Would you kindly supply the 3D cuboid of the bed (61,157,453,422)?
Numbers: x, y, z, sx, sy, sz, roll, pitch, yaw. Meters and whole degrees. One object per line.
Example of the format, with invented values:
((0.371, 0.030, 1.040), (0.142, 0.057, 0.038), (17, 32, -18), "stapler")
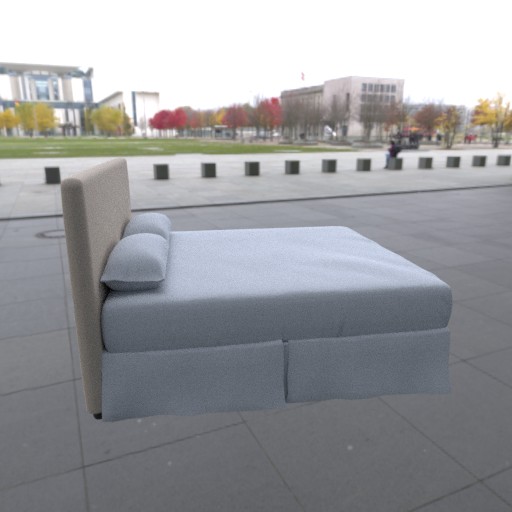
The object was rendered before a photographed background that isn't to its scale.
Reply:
((0.000, 0.000, 3.202), (2.142, 1.330, 1.884), (-3, 16, -9), "bed")
